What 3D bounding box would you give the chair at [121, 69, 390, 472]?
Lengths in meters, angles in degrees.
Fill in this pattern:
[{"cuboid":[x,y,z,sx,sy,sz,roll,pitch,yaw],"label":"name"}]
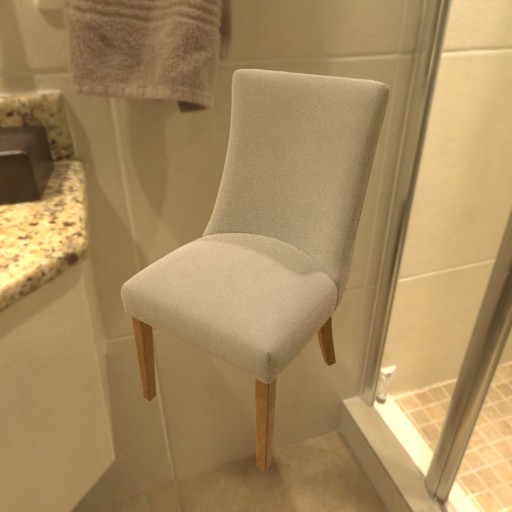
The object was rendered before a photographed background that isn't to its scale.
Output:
[{"cuboid":[0.000,0.000,1.256,0.495,0.902,0.610,19,35,29],"label":"chair"}]
